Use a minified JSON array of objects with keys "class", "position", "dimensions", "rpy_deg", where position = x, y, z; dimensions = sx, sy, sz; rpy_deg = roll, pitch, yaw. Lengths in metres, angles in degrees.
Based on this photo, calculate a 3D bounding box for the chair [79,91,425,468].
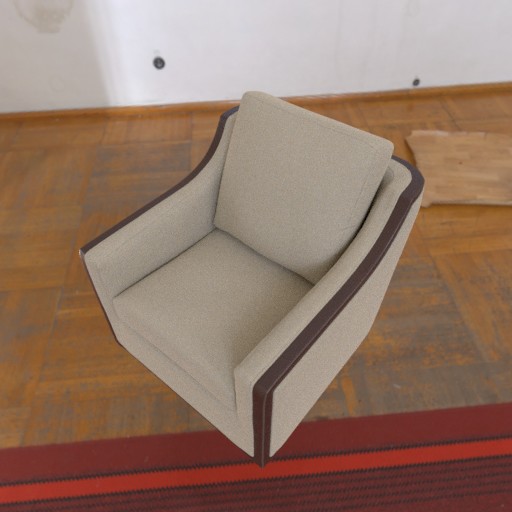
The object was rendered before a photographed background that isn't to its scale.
[{"class":"chair","position":[0.000,0.000,1.681],"dimensions":[0.870,0.930,0.950],"rpy_deg":[31,54,26]}]
